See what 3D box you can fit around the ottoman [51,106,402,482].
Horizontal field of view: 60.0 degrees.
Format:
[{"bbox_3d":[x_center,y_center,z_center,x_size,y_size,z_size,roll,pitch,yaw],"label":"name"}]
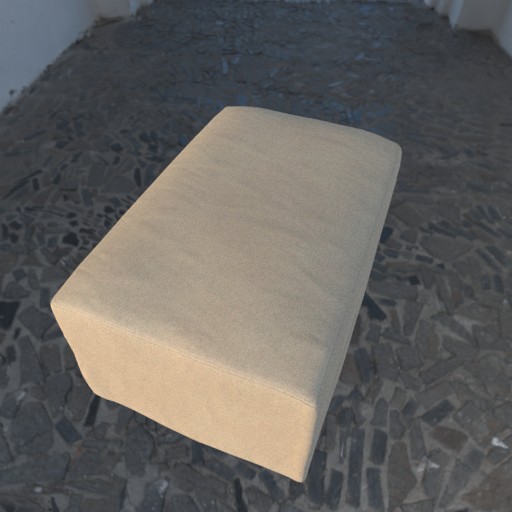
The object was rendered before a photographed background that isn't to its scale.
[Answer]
[{"bbox_3d":[0.000,0.000,1.182,0.590,0.444,0.872,17,49,15],"label":"ottoman"}]
